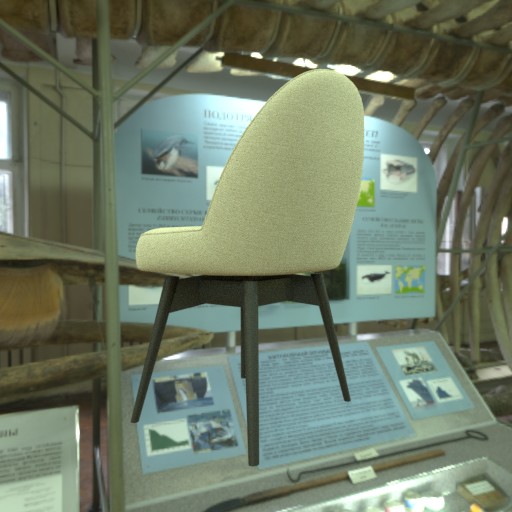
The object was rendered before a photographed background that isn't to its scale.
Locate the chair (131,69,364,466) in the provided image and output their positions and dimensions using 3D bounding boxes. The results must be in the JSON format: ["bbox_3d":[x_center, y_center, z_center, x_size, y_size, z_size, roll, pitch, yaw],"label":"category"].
[{"bbox_3d":[0.000,0.000,1.176,0.540,0.838,0.532,1,2,36],"label":"chair"}]
